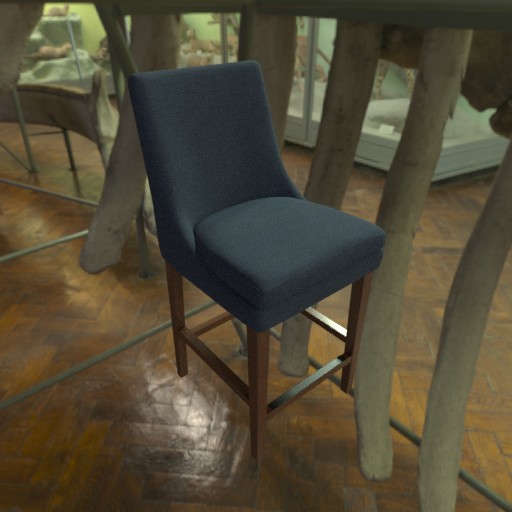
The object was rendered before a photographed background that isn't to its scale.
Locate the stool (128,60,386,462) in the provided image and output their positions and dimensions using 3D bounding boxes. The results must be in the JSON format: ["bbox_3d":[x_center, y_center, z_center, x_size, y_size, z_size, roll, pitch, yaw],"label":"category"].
[{"bbox_3d":[0.000,0.000,1.299,0.470,0.981,0.577,-23,38,-33],"label":"stool"}]
